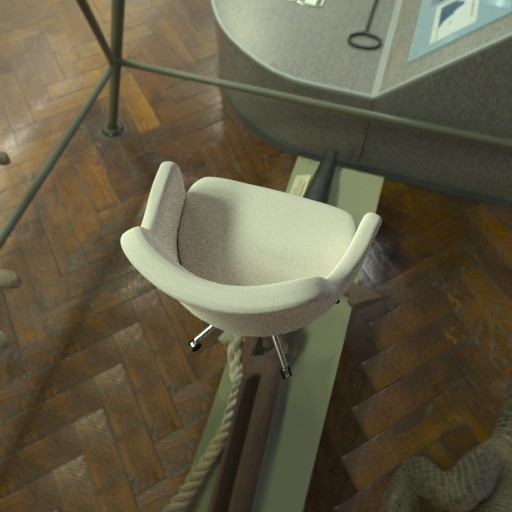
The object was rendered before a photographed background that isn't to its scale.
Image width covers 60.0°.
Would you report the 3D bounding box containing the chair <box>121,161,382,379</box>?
[{"bbox_3d":[0.000,0.000,1.261,0.602,0.819,0.647,16,63,8],"label":"chair"}]
